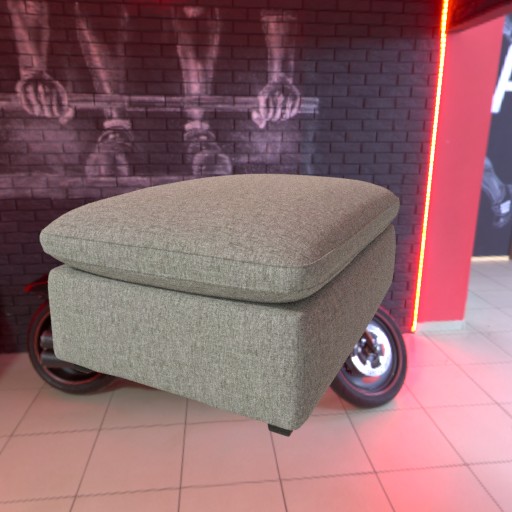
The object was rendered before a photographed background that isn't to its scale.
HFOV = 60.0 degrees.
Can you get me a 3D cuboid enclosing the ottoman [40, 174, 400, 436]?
[{"bbox_3d":[0.000,0.000,1.312,0.694,0.451,0.977,8,17,25],"label":"ottoman"}]
